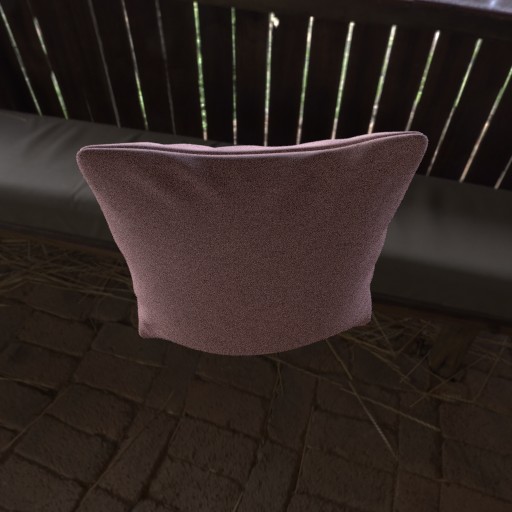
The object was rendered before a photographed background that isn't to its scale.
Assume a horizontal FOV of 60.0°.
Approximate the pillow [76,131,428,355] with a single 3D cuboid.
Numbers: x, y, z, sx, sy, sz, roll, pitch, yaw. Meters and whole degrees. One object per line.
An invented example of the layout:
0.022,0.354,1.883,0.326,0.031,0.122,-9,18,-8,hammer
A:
0.000,0.000,0.685,0.432,0.415,0.246,-3,48,-3,pillow
